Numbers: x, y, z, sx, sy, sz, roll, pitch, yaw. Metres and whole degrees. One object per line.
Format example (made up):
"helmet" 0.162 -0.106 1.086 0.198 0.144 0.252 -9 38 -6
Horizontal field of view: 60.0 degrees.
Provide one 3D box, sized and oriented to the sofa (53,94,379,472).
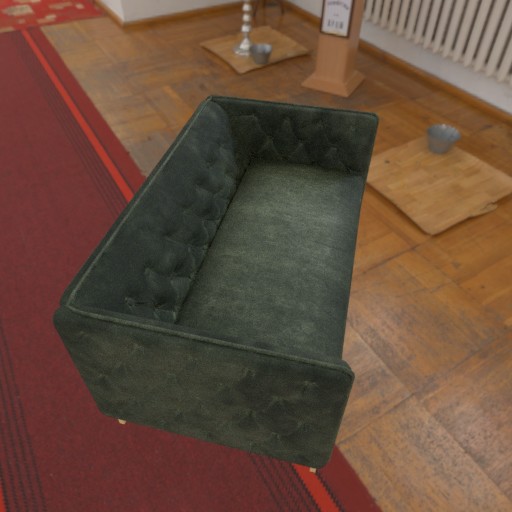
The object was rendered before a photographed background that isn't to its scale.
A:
"sofa" 0.000 0.000 1.985 0.895 0.768 1.537 10 46 10
